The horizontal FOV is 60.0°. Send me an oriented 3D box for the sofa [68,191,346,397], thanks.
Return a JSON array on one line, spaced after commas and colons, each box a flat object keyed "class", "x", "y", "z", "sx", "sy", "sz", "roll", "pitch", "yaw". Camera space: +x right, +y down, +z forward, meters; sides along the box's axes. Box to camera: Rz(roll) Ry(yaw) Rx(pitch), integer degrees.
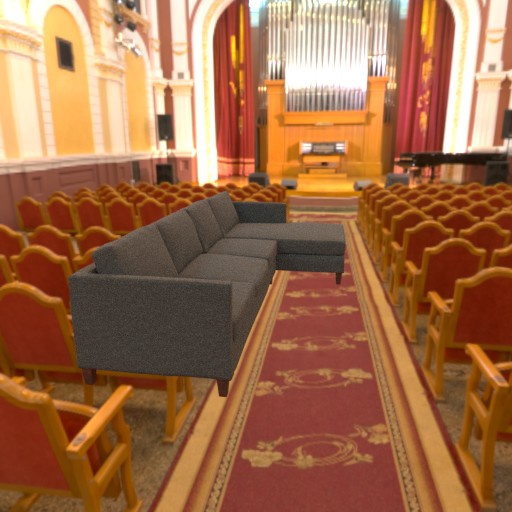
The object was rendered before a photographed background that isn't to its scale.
[{"class": "sofa", "x": 0.000, "y": 0.000, "z": 3.910, "sx": 1.625, "sy": 0.846, "sz": 3.186, "roll": 2, "pitch": 15, "yaw": 9}]
